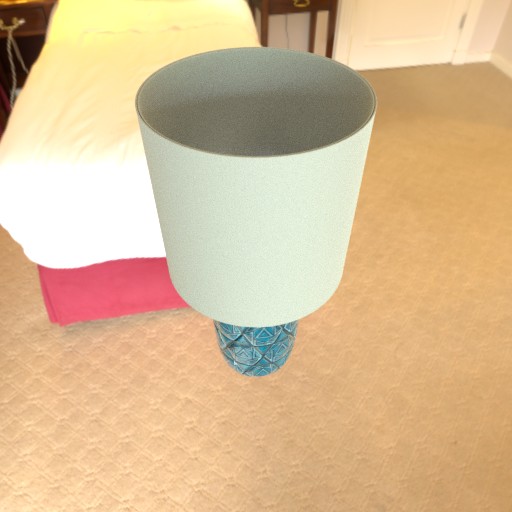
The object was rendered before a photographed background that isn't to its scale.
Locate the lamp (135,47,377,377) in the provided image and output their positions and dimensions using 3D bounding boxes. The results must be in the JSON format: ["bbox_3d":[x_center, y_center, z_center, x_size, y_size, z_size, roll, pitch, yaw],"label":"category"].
[{"bbox_3d":[0.000,0.000,0.492,0.193,0.377,0.193,32,53,27],"label":"lamp"}]
